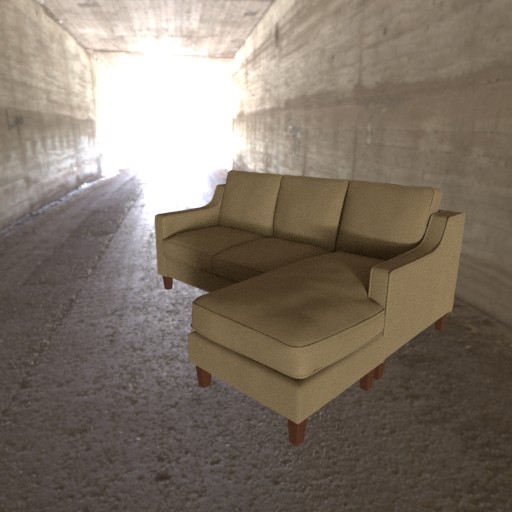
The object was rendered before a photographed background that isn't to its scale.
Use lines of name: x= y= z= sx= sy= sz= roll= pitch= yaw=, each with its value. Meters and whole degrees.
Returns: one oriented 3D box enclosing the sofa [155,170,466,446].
sofa: x=0.000 y=0.000 z=3.274 sx=2.317 sy=1.066 sz=1.858 roll=16 pitch=23 yaw=42
